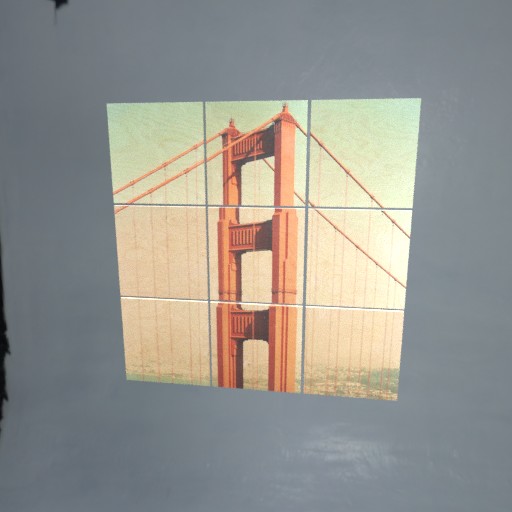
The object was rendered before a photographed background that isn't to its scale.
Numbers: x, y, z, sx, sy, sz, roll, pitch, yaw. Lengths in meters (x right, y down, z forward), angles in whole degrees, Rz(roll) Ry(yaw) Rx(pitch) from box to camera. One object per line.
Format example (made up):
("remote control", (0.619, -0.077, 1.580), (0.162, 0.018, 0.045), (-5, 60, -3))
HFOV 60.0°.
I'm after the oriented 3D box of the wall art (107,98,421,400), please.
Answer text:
("wall art", (0.000, 0.000, 1.839), (1.214, 1.219, 0.013), (2, 13, 8))
